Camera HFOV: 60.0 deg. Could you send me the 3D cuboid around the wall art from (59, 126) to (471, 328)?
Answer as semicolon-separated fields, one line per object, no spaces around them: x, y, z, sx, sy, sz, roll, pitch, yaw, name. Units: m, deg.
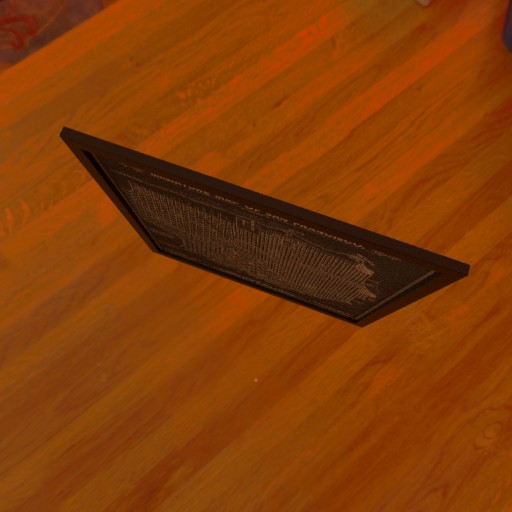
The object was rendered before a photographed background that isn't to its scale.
0.000;0.000;0.687;0.457;0.458;0.012;20;75;5;wall art
